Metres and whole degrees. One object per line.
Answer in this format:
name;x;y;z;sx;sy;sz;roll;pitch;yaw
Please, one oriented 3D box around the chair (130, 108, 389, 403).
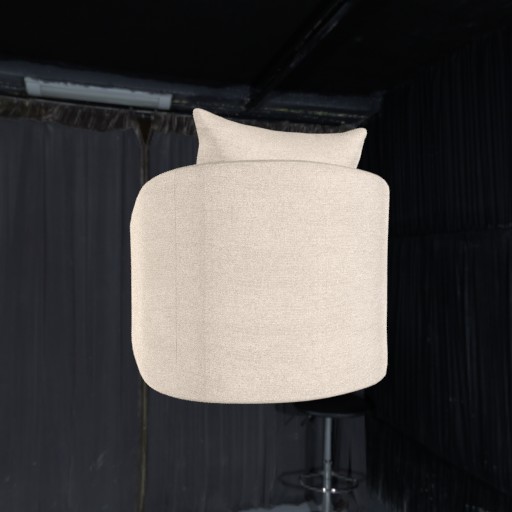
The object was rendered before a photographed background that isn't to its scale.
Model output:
chair;0.000;0.000;1.610;0.845;0.848;0.910;0;0;-19
